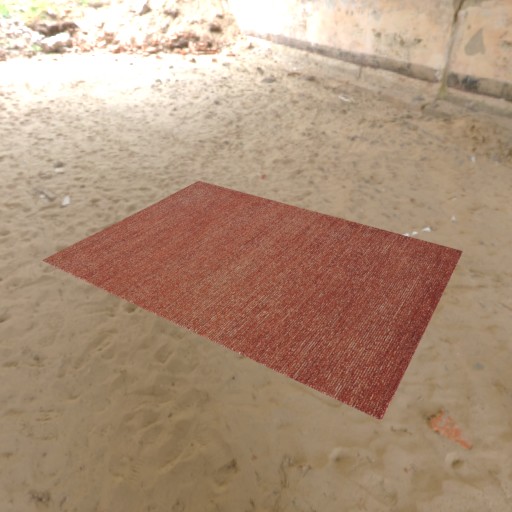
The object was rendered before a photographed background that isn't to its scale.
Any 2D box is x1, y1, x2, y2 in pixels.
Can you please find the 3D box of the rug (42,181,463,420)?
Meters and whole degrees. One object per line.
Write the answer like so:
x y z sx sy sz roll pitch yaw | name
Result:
0.000 0.000 5.105 3.965 0.025 2.803 19 36 27 | rug
